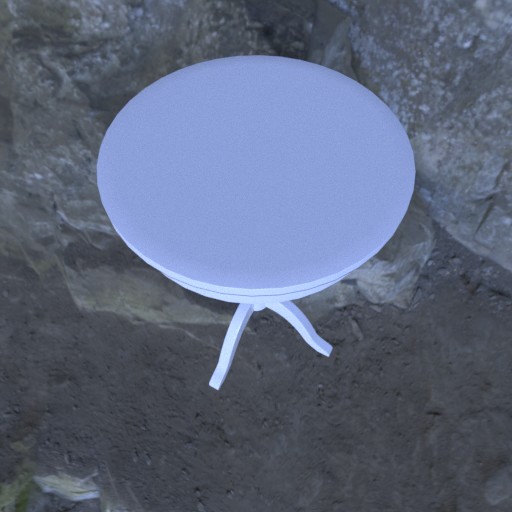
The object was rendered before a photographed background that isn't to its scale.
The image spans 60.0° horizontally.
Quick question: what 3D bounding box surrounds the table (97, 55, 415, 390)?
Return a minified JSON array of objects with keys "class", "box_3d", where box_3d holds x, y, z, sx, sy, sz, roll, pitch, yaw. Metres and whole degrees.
[{"class":"table","box_3d":[0.000,0.000,1.001,0.513,0.653,0.513,0,58,0]}]
